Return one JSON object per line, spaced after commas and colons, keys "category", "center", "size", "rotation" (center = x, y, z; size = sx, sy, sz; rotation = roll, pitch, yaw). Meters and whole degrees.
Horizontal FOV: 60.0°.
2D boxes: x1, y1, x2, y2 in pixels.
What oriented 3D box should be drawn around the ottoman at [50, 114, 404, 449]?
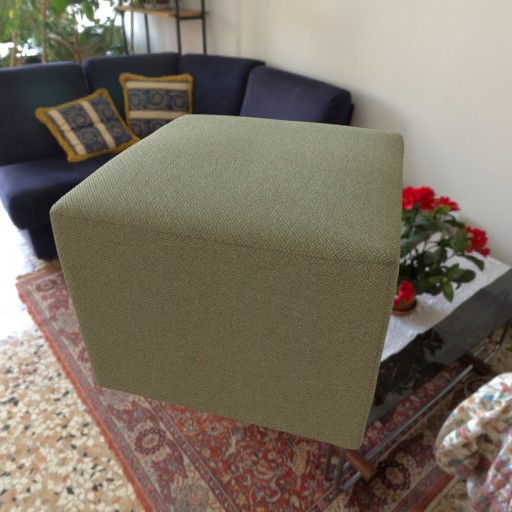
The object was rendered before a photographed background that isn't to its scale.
{"category": "ottoman", "center": [0.000, 0.000, 0.899], "size": [0.521, 0.453, 0.512], "rotation": [9, 35, 13]}
